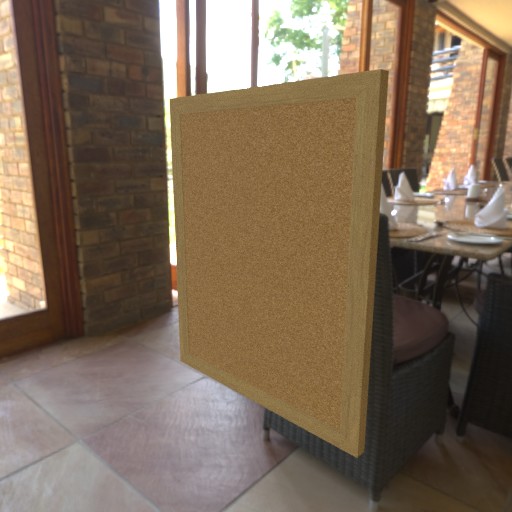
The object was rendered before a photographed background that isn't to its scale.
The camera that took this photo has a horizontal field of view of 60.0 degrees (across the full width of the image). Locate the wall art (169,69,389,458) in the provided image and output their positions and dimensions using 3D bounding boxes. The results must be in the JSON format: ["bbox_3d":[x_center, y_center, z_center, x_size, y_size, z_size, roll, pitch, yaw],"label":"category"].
[{"bbox_3d":[0.000,0.000,0.783,0.460,0.561,0.020,13,18,43],"label":"wall art"}]
